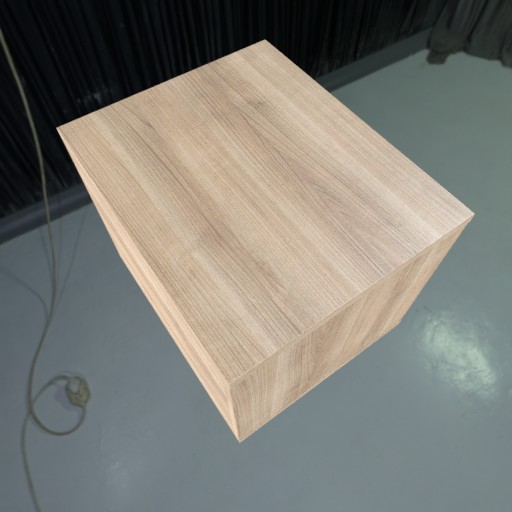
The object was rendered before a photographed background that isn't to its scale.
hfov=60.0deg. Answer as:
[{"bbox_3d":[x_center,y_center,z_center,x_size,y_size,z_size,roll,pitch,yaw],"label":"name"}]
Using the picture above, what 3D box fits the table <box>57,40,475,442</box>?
[{"bbox_3d":[0.000,0.000,0.787,0.380,0.460,0.445,-31,63,-18],"label":"table"}]
